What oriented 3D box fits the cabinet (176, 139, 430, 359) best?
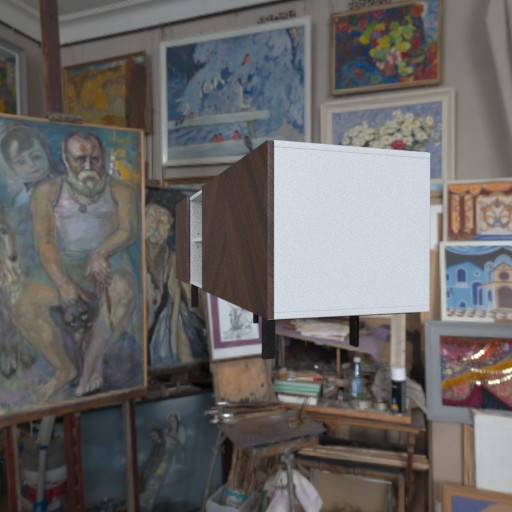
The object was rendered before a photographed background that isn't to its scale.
[{"bbox_3d":[0.000,0.000,1.757,0.431,0.533,1.499,0,1,-18],"label":"cabinet"}]
